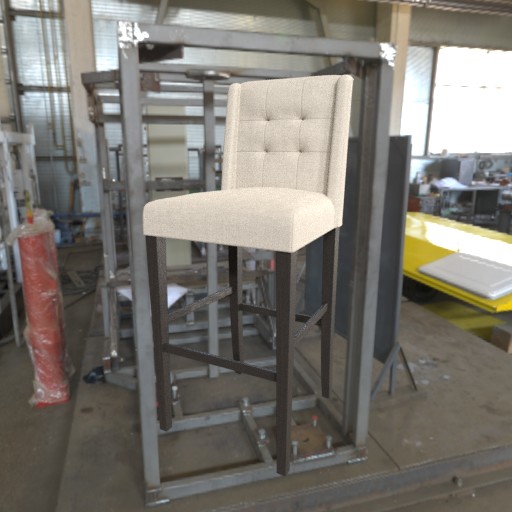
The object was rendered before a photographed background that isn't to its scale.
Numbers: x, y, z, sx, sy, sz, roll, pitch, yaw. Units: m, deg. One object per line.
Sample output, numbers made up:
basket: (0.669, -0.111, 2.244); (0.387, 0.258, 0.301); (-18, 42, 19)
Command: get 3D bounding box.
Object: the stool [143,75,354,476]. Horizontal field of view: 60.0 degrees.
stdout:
stool: (0.000, 0.000, 1.409); (0.474, 1.116, 0.509); (7, 16, 27)
